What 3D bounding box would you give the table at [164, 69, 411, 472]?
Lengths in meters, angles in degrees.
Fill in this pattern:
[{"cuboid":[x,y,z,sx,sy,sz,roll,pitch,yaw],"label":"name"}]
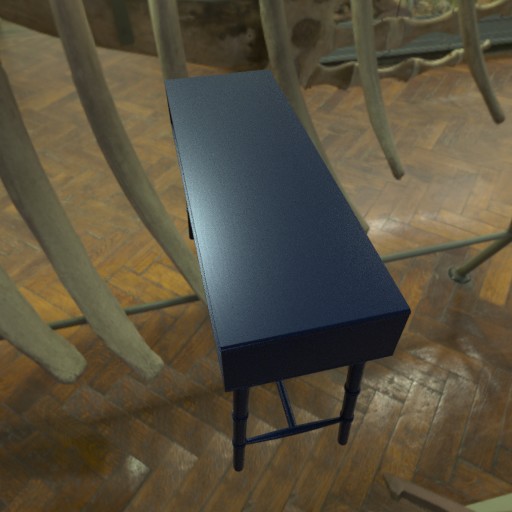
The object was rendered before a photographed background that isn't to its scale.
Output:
[{"cuboid":[0.000,0.000,1.484,0.399,0.749,1.118,-10,47,-9],"label":"table"}]
